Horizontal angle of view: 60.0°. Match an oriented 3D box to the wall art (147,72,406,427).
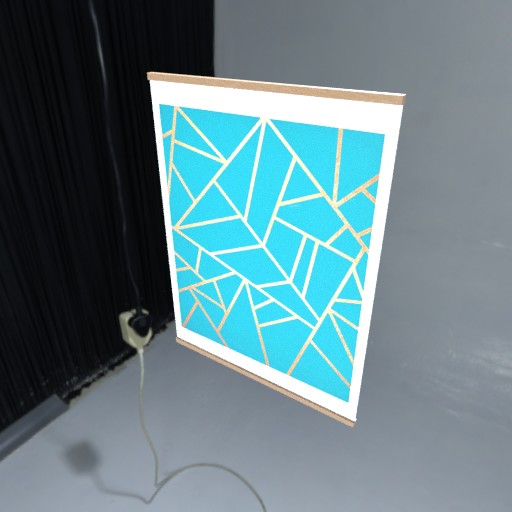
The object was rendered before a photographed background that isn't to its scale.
[{"bbox_3d":[0.000,0.000,0.825,0.459,0.608,0.012,18,33,29],"label":"wall art"}]
